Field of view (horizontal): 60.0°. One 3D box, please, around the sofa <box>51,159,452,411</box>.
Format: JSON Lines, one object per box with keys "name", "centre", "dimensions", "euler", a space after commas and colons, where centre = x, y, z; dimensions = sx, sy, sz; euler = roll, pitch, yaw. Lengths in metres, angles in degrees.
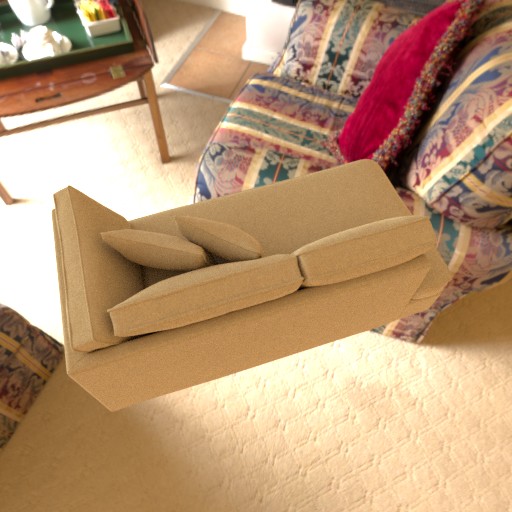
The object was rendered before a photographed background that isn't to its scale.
{"name": "sofa", "centre": [0.000, 0.000, 2.804], "dimensions": [2.237, 1.033, 1.110], "euler": [-16, 59, -10]}
